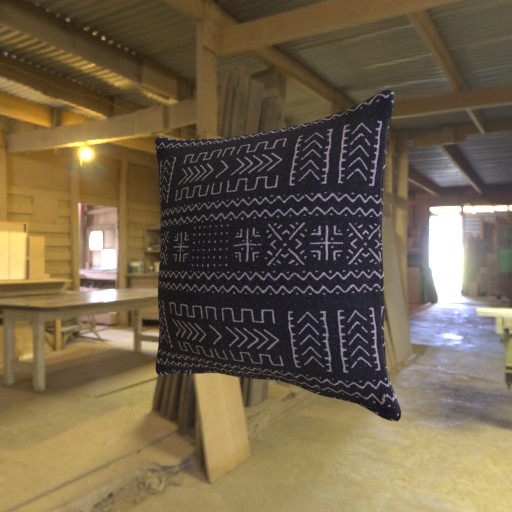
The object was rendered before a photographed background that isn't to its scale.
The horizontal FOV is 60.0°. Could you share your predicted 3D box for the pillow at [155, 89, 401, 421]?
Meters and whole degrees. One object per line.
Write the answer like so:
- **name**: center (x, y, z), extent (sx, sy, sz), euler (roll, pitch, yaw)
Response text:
- **pillow**: center (0.000, 0.000, 0.680), extent (0.438, 0.430, 0.164), euler (0, 0, 34)
